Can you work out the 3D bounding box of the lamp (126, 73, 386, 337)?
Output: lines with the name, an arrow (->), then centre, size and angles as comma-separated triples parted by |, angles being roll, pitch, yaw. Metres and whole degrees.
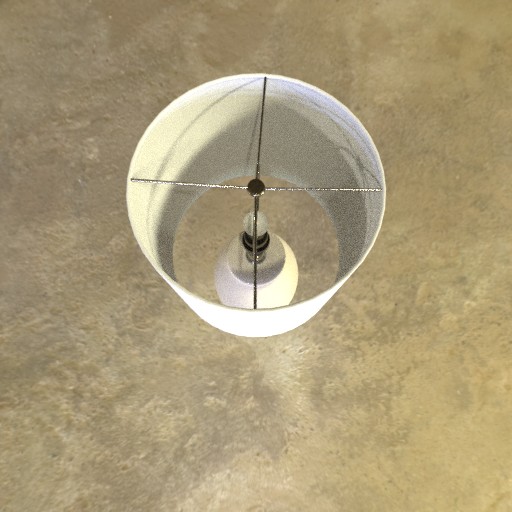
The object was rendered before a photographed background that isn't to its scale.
lamp -> 0.000, 0.000, 0.588 | 0.217, 0.453, 0.217 | 2, 75, 1
